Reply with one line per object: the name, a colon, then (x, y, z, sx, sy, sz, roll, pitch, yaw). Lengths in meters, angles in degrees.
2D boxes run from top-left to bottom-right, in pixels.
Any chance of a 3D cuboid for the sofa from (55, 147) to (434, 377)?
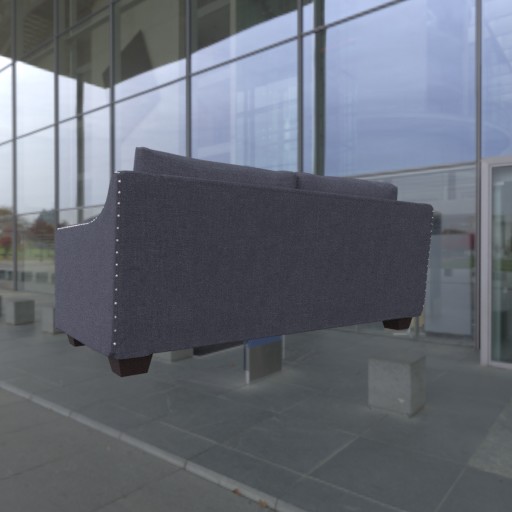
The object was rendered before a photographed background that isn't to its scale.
sofa: (0.000, 0.000, 3.317, 2.550, 1.196, 1.336, 0, 1, -36)
